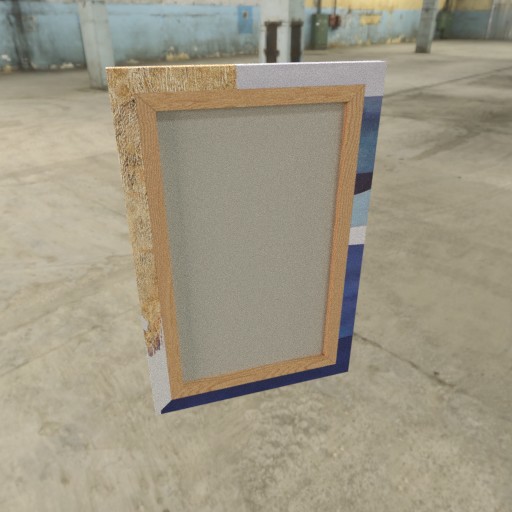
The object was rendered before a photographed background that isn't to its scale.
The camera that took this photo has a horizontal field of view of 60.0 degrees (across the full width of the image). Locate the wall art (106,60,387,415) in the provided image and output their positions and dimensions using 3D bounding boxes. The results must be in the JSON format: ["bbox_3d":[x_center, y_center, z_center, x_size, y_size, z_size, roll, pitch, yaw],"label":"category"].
[{"bbox_3d":[0.000,0.000,1.145,0.607,0.911,0.039,-8,29,-15],"label":"wall art"}]
